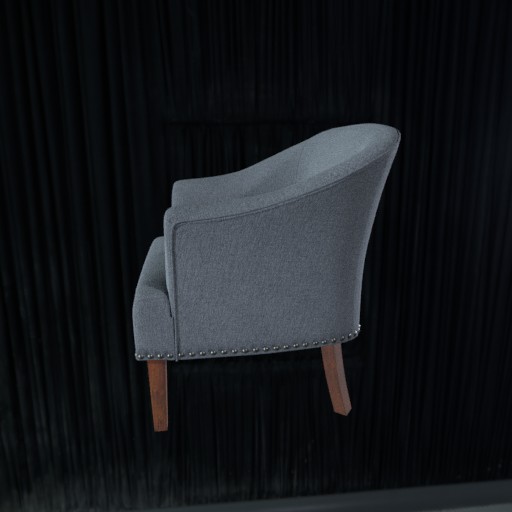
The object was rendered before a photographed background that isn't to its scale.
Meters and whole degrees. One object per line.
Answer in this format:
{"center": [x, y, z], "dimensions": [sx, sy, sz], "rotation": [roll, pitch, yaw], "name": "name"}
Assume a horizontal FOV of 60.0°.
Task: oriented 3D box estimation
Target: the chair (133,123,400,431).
{"center": [0.000, 0.000, 1.419], "dimensions": [0.704, 0.815, 0.798], "rotation": [-2, 15, -8], "name": "chair"}
